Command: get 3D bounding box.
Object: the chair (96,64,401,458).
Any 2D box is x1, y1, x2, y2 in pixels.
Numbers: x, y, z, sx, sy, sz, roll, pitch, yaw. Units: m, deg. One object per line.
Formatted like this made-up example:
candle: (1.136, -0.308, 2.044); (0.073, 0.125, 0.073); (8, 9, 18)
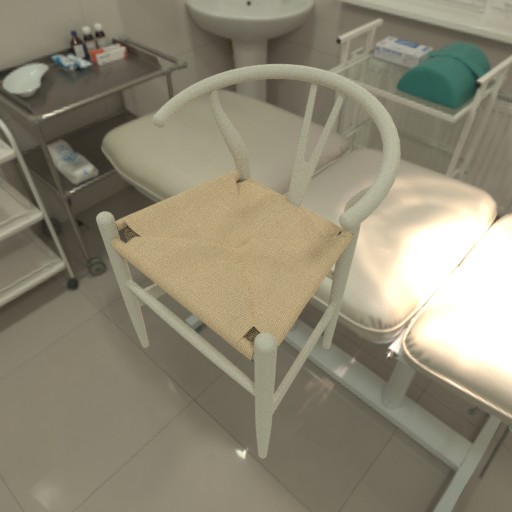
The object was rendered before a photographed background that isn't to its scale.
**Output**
chair: (0.000, 0.000, 1.067); (0.533, 0.736, 0.500); (33, 54, 28)
